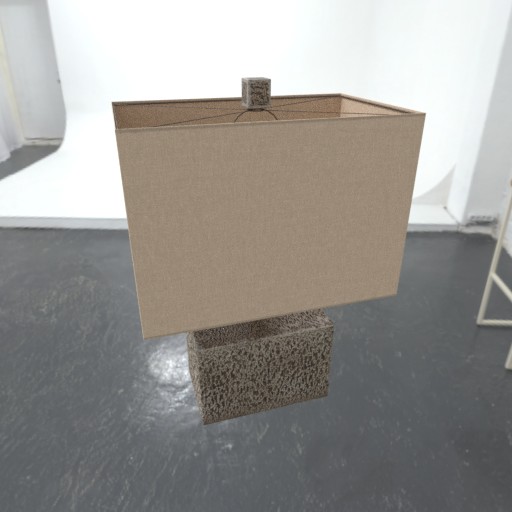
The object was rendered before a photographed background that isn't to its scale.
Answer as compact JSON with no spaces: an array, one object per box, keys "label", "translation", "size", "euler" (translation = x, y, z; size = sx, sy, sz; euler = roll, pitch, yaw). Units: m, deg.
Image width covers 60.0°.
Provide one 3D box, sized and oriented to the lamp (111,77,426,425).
[{"label":"lamp","translation":[0.000,0.000,0.551],"size":[0.294,0.411,0.180],"euler":[-8,27,-15]}]
